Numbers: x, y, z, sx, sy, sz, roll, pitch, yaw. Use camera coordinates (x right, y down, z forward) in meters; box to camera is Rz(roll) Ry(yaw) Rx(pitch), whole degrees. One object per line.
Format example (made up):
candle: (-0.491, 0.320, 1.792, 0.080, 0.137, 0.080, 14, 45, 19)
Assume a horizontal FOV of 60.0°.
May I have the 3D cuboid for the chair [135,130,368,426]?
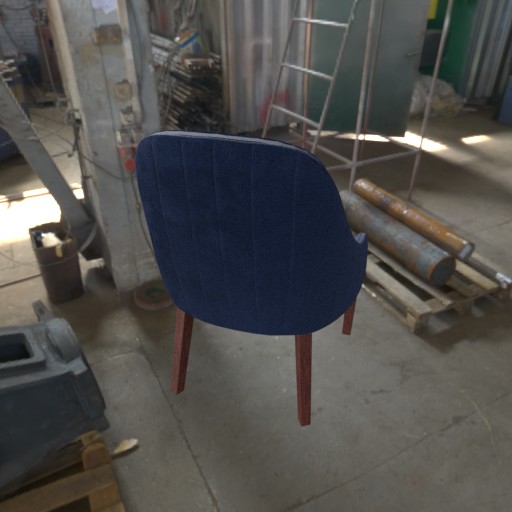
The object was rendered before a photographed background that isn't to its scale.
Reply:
chair: (0.000, 0.000, 1.327, 0.643, 0.889, 0.575, 9, 33, 14)
